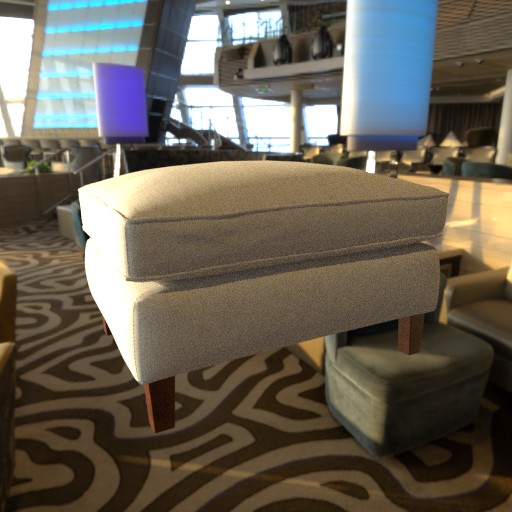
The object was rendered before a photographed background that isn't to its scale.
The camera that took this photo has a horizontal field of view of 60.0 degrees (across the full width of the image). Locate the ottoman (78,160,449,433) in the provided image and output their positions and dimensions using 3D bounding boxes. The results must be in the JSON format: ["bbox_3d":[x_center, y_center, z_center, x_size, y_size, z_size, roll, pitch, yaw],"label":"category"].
[{"bbox_3d":[0.000,0.000,0.969,0.665,0.406,0.501,-8,17,-27],"label":"ottoman"}]
